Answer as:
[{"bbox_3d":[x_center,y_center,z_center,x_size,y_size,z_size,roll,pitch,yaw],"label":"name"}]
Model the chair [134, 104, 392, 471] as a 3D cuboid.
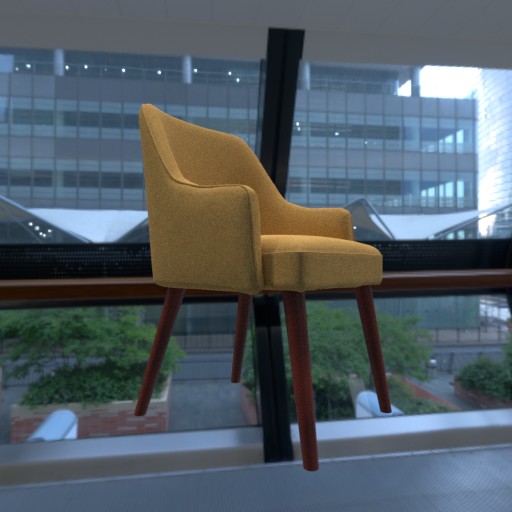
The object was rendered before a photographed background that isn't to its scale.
[{"bbox_3d":[0.000,0.000,1.218,0.605,0.849,0.548,-1,-1,36],"label":"chair"}]
